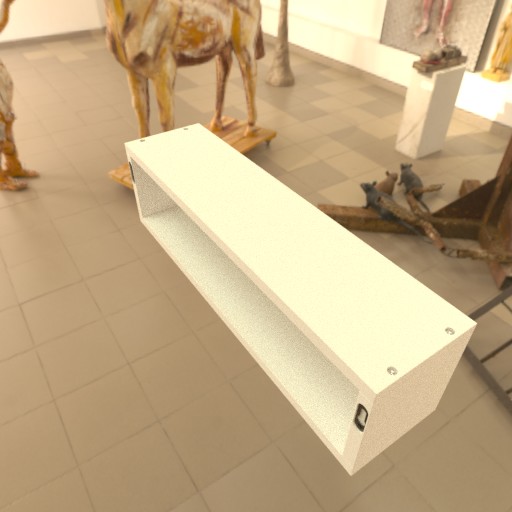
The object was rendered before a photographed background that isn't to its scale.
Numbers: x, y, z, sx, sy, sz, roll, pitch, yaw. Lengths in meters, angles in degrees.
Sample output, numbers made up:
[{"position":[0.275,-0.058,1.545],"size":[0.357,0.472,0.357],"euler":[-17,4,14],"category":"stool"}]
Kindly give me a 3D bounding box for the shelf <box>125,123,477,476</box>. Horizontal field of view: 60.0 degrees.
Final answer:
[{"position":[0.000,0.000,0.682],"size":[0.150,0.170,0.610],"euler":[-24,46,-25],"category":"shelf"}]
